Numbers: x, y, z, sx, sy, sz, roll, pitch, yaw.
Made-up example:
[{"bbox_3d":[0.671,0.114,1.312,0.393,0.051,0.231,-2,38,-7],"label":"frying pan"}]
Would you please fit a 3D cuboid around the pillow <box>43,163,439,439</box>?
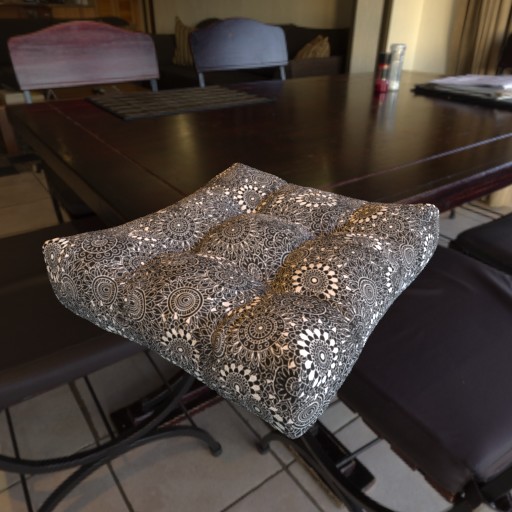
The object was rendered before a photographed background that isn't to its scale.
[{"bbox_3d":[0.000,0.000,0.728,0.468,0.128,0.490,19,35,30],"label":"pillow"}]
